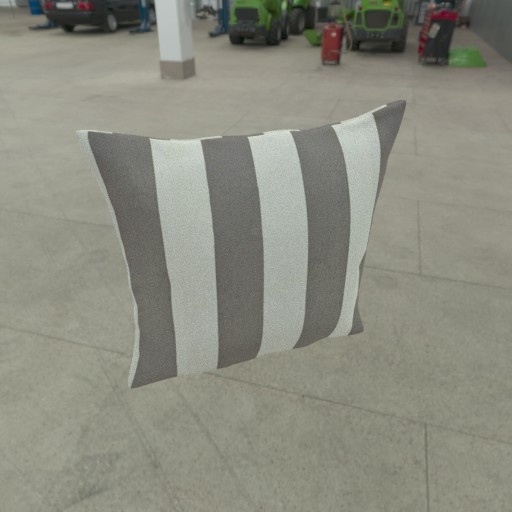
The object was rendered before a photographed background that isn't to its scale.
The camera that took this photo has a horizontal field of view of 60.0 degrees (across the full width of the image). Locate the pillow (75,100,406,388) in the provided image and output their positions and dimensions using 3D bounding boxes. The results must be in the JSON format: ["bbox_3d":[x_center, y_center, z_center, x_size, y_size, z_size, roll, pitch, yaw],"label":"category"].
[{"bbox_3d":[0.000,0.000,0.798,0.522,0.507,0.192,-10,34,-16],"label":"pillow"}]
